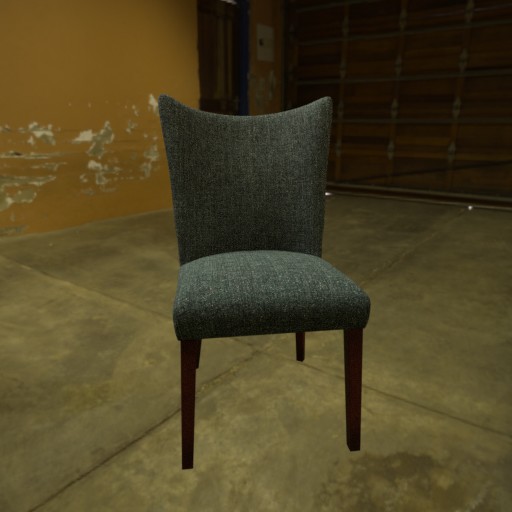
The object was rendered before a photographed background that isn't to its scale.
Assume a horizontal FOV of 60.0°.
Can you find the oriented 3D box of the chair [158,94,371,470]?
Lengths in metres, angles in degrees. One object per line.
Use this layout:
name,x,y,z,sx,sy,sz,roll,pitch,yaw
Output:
chair,0.000,0.000,1.311,0.535,0.924,0.623,-2,16,-8
